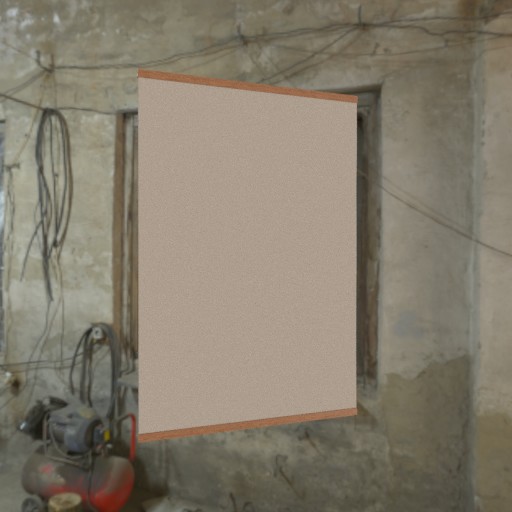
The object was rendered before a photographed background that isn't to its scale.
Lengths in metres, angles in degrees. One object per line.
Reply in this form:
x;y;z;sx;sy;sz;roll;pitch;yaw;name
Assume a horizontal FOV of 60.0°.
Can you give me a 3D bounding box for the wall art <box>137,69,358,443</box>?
0.000;0.000;1.969;1.019;1.527;0.019;0;0;-18;wall art
